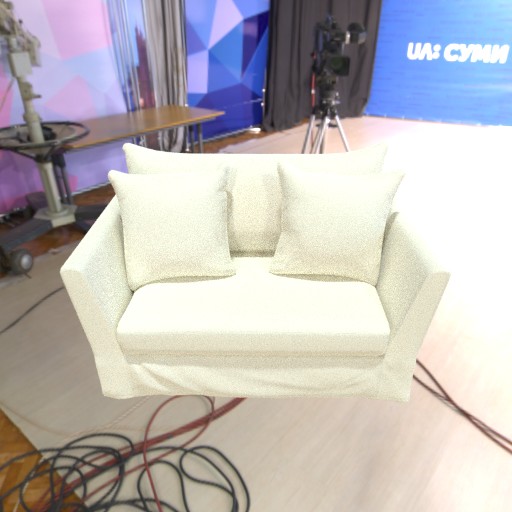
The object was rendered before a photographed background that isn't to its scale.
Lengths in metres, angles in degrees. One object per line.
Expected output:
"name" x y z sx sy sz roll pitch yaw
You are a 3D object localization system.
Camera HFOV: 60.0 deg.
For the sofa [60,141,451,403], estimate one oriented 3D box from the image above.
"sofa" 0.000 0.000 2.329 1.608 1.039 1.026 0 30 1
